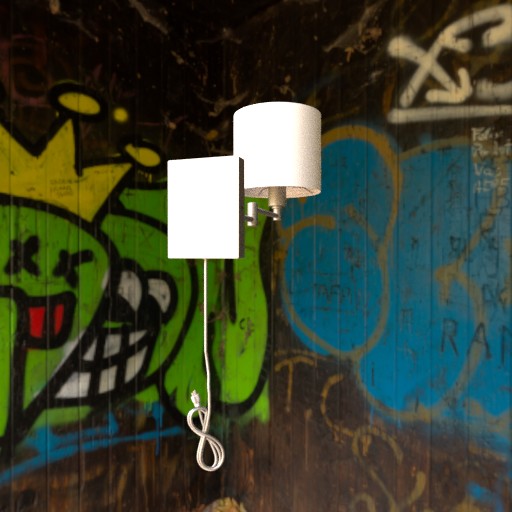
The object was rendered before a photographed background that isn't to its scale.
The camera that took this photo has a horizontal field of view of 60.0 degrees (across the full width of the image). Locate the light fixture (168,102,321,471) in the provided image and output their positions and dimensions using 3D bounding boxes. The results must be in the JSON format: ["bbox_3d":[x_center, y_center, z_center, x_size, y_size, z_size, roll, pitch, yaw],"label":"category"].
[{"bbox_3d":[0.000,0.000,0.893,0.203,0.651,0.516,0,0,19],"label":"light fixture"}]
